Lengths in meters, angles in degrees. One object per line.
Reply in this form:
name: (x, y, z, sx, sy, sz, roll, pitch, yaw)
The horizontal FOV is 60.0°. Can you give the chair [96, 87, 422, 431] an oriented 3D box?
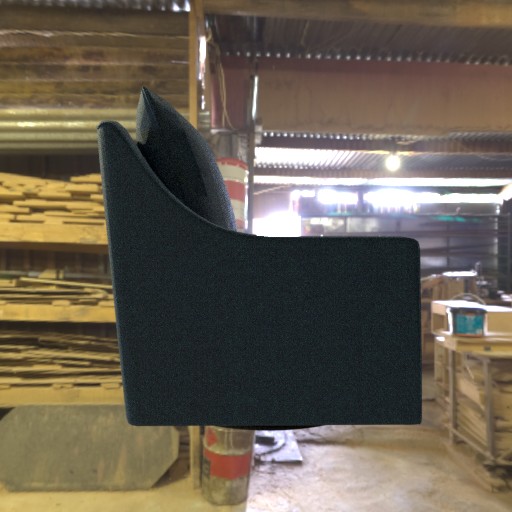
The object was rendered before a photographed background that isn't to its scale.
chair: (0.000, 0.000, 1.526, 0.870, 0.939, 0.750, 0, -1, -1)
